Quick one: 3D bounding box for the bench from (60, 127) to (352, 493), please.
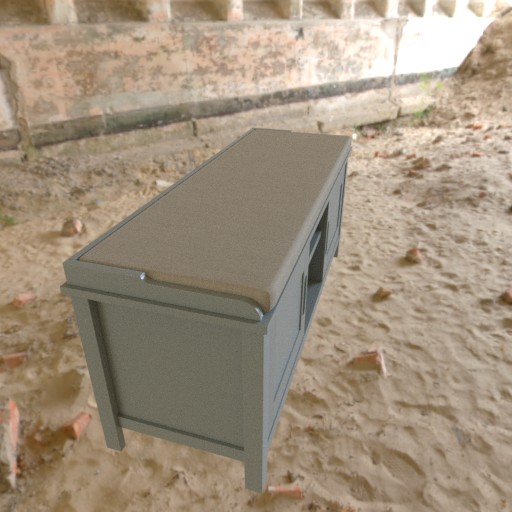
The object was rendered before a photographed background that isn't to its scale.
[{"bbox_3d":[0.000,0.000,1.336,0.398,0.501,1.140,9,30,15],"label":"bench"}]
